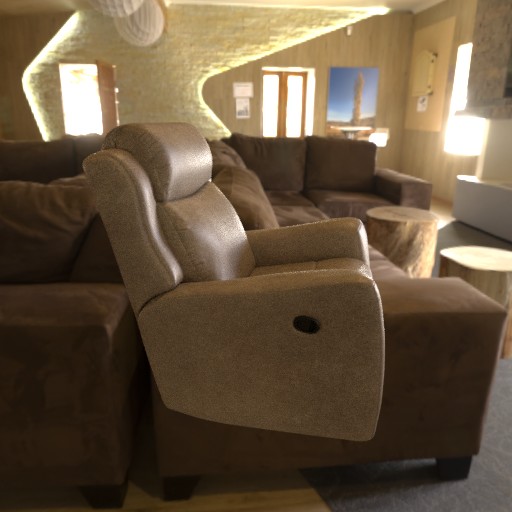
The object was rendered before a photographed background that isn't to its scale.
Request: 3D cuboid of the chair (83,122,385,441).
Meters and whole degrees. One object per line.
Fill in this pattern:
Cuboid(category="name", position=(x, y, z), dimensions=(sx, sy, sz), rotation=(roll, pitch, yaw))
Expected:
Cuboid(category="chair", position=(0.000, 0.000, 1.936), dimensions=(1.068, 1.116, 0.965), rotation=(3, 17, 10))
